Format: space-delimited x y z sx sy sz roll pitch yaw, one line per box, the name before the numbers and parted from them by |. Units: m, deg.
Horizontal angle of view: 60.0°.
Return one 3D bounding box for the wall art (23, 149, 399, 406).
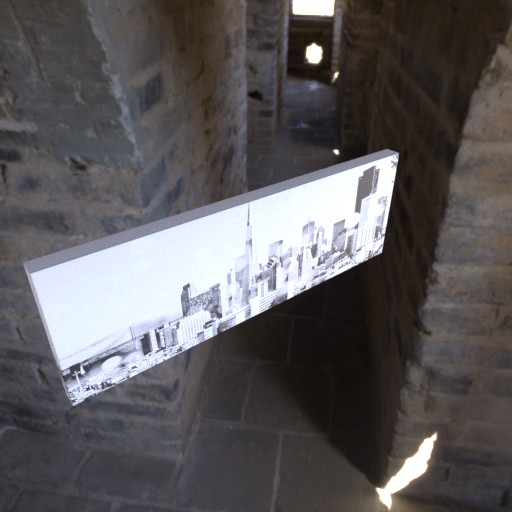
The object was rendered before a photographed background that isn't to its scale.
wall art | 0.000 0.000 0.851 0.766 0.256 0.036 -22 38 -31
